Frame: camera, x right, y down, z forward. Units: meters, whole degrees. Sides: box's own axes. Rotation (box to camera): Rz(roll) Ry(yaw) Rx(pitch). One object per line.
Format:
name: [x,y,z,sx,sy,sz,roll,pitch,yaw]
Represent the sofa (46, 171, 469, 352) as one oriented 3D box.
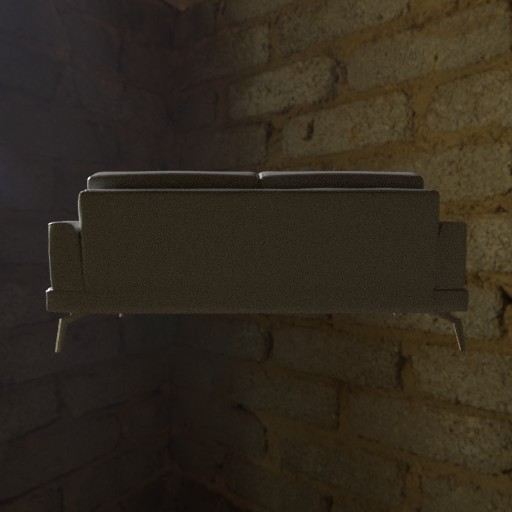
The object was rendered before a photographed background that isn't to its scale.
sofa: [0.000,0.000,2.737,2.177,0.930,1.121,0,2,0]
